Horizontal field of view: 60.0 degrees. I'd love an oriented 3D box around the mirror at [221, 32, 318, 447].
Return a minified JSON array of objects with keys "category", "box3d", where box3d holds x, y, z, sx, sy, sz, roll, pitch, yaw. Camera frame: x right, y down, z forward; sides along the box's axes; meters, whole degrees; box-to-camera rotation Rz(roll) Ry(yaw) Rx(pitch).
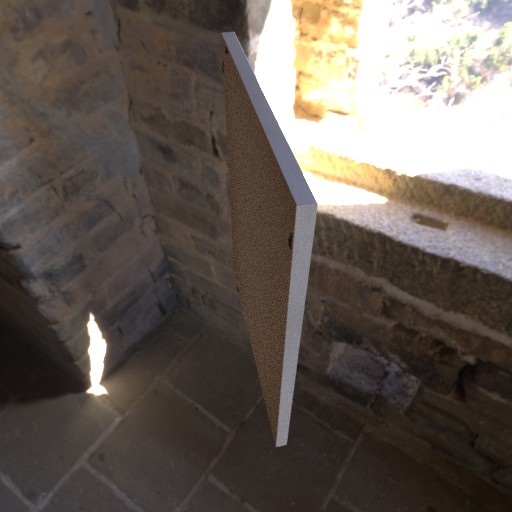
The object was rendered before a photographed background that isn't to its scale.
[{"category":"mirror","box3d":[0.000,0.000,1.338,0.041,1.016,0.762,-9,47,-8]}]
